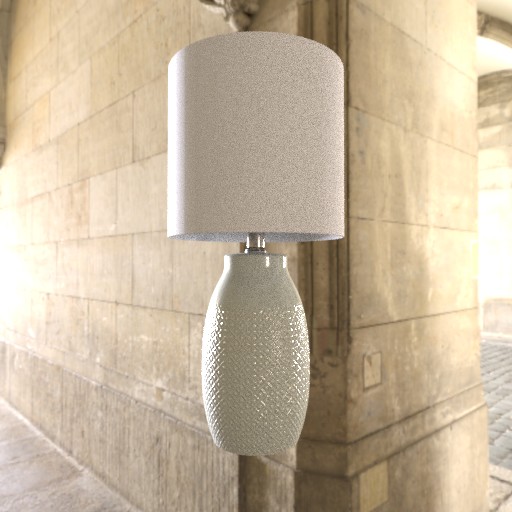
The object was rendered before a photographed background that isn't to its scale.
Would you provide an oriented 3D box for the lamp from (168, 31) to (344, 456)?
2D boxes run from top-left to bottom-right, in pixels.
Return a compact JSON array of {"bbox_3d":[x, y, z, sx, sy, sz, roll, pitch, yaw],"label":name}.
[{"bbox_3d":[0.000,0.000,0.554,0.217,0.453,0.217,0,-1,1],"label":"lamp"}]
